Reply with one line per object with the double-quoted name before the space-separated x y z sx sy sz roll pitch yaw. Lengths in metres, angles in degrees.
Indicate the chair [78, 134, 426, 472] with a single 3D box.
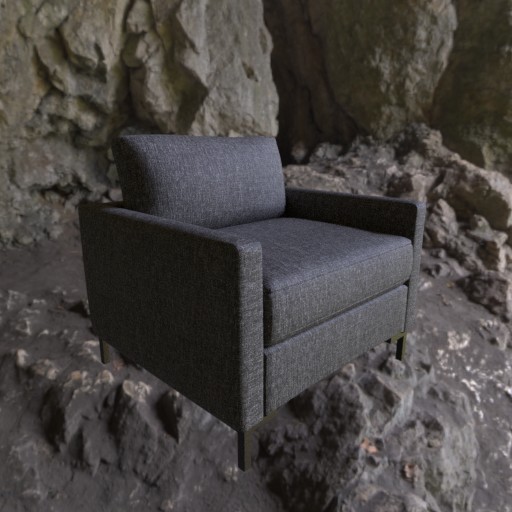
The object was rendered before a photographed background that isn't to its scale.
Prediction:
"chair" 0.000 0.000 1.629 0.963 0.861 0.866 -15 21 -43
